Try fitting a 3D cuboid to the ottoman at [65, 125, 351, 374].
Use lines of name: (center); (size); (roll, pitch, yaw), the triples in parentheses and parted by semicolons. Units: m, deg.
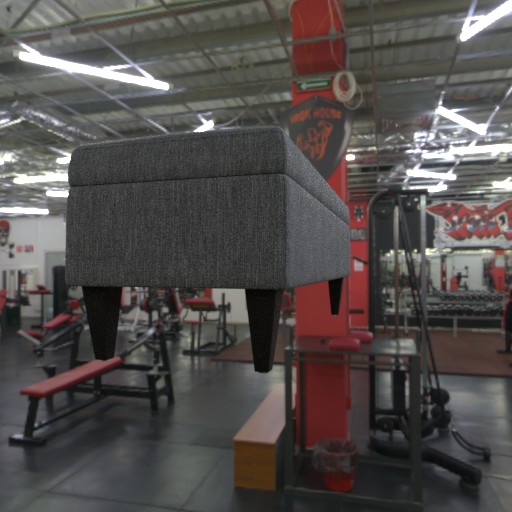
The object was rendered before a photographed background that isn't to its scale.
ottoman: (0.000, 0.000, 1.391); (0.482, 0.469, 1.151); (0, -1, 18)
